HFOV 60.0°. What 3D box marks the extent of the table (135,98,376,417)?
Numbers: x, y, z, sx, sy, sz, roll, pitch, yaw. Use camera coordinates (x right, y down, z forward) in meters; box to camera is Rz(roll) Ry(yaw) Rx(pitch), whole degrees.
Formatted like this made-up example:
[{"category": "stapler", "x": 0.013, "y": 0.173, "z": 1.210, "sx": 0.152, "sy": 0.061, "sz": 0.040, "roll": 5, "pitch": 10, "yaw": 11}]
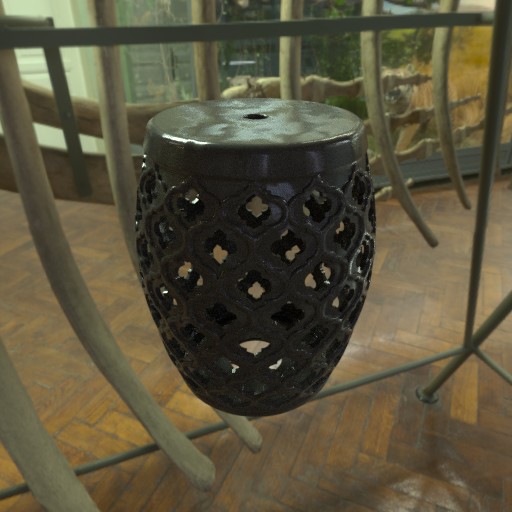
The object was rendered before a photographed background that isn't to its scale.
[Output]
[{"category": "table", "x": 0.000, "y": 0.000, "z": 0.632, "sx": 0.325, "sy": 0.388, "sz": 0.325, "roll": 0, "pitch": 30, "yaw": 0}]
